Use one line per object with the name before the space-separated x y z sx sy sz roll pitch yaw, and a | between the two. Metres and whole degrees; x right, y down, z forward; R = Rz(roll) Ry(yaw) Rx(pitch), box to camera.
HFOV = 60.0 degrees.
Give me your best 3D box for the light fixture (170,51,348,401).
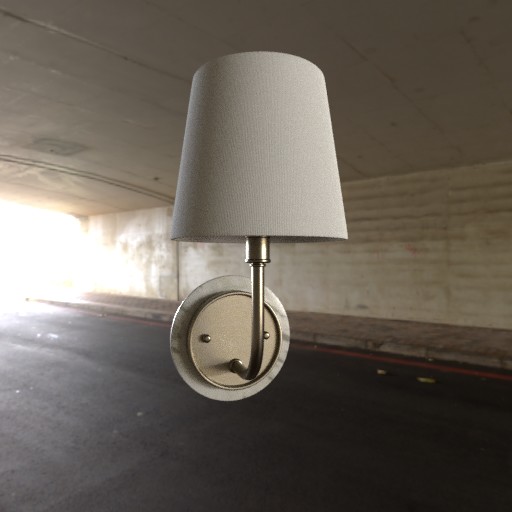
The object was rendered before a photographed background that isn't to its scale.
light fixture | 0.000 0.000 0.436 0.168 0.337 0.188 0 0 -18
